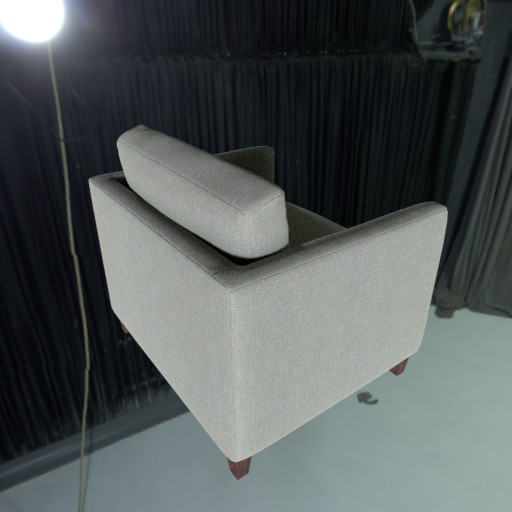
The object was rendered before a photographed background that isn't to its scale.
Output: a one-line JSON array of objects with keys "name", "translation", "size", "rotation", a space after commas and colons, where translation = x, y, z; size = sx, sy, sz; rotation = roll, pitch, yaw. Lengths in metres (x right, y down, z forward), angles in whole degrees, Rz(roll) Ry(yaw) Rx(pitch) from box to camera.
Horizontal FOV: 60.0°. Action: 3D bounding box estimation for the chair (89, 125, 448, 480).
[{"name": "chair", "translation": [0.000, 0.000, 1.803], "size": [0.959, 0.963, 1.107], "rotation": [-19, 33, -31]}]
